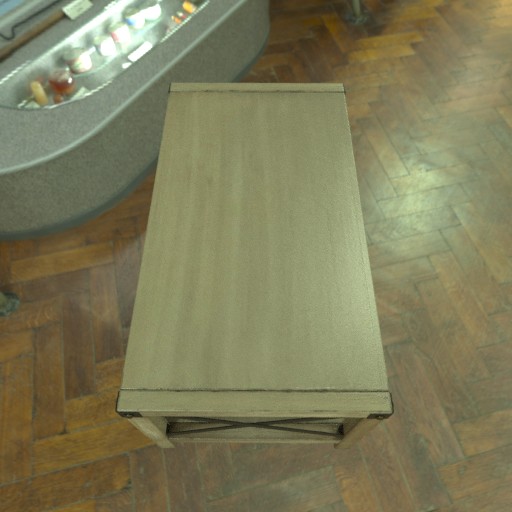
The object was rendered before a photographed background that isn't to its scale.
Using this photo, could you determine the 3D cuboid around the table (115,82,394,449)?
[{"bbox_3d":[0.000,0.000,1.320,0.559,0.456,1.016,0,58,0],"label":"table"}]
